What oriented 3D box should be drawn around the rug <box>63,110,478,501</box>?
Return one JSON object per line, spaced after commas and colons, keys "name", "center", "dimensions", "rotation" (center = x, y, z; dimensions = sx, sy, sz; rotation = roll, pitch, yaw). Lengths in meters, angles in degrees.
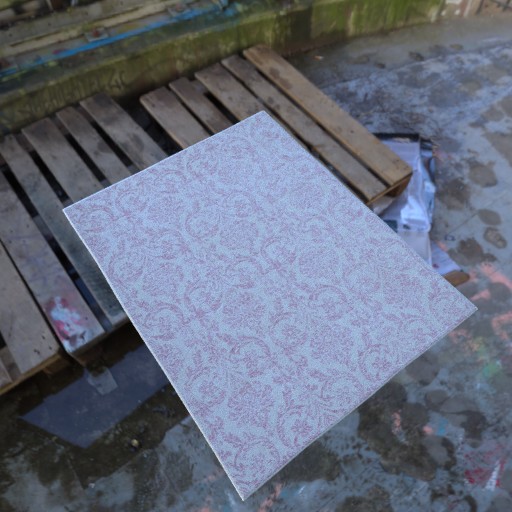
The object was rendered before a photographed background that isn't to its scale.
{"name": "rug", "center": [0.000, 0.000, 3.920], "dimensions": [2.363, 0.012, 2.980], "rotation": [-32, 63, -18]}
